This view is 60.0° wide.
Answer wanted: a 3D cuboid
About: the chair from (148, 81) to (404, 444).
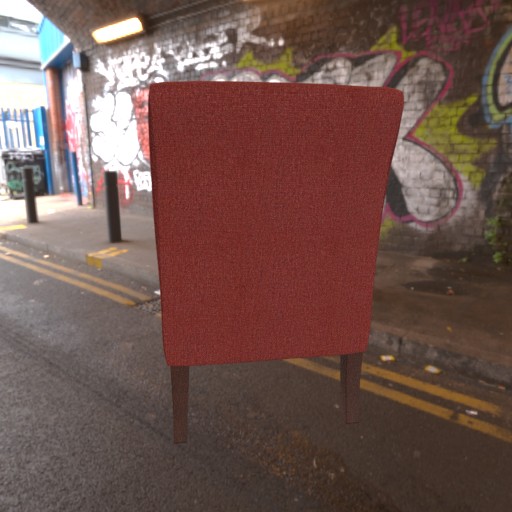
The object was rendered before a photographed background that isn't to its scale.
[{"bbox_3d":[0.000,0.000,1.264,0.538,0.846,0.640,-2,13,-10],"label":"chair"}]
